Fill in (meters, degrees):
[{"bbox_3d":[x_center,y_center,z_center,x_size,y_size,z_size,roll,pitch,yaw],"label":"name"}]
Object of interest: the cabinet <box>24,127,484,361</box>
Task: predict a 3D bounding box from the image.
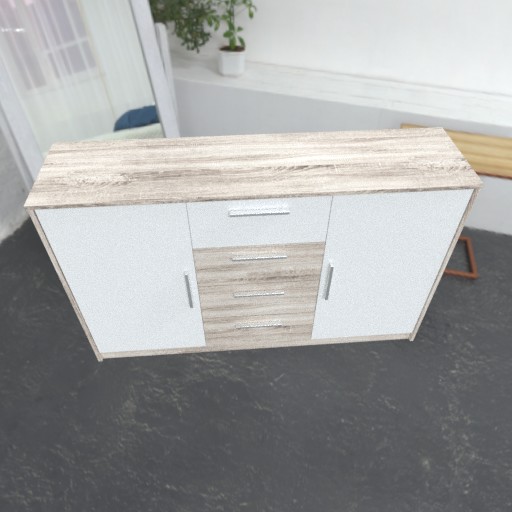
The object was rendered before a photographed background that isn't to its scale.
[{"bbox_3d":[0.000,0.000,1.834,1.450,0.900,0.380,-3,45,-3],"label":"cabinet"}]
